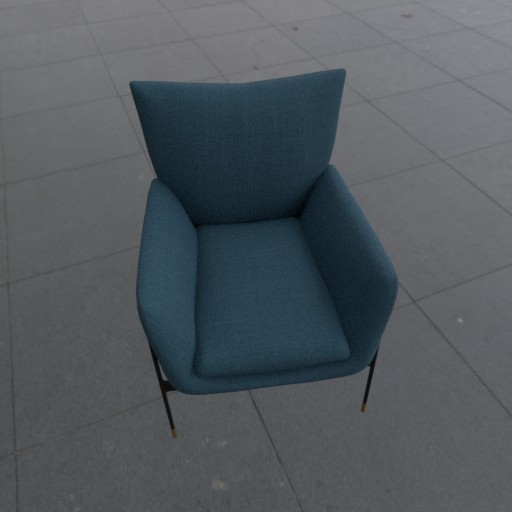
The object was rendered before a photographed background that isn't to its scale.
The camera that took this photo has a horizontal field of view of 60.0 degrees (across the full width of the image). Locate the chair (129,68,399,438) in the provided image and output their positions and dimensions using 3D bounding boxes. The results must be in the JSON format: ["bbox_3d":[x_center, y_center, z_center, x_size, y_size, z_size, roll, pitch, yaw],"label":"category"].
[{"bbox_3d":[0.000,0.000,1.408,0.678,0.859,0.769,-6,46,-5],"label":"chair"}]
